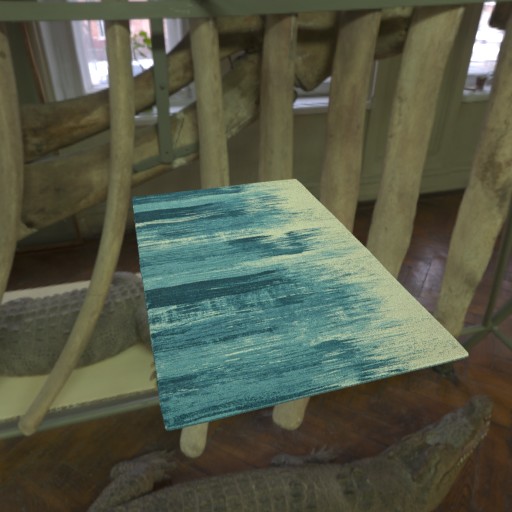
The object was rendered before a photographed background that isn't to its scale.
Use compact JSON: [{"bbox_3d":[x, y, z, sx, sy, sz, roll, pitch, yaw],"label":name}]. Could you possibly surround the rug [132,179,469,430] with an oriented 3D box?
[{"bbox_3d":[0.000,0.000,3.025,1.540,0.027,2.450,-9,33,-14],"label":"rug"}]
